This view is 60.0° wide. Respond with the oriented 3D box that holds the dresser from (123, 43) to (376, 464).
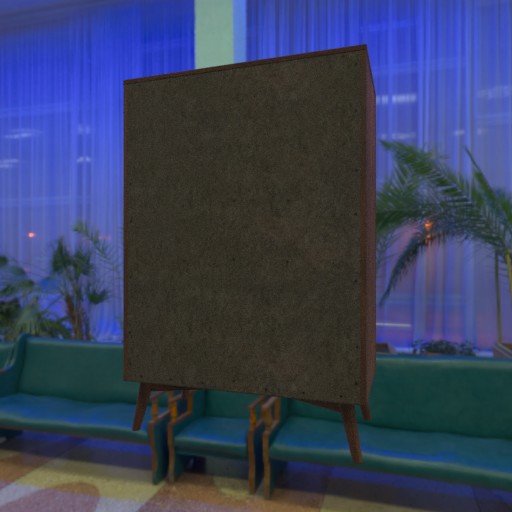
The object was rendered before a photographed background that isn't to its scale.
[{"bbox_3d":[0.000,0.000,1.808,0.919,1.365,0.498,0,0,19],"label":"dresser"}]
